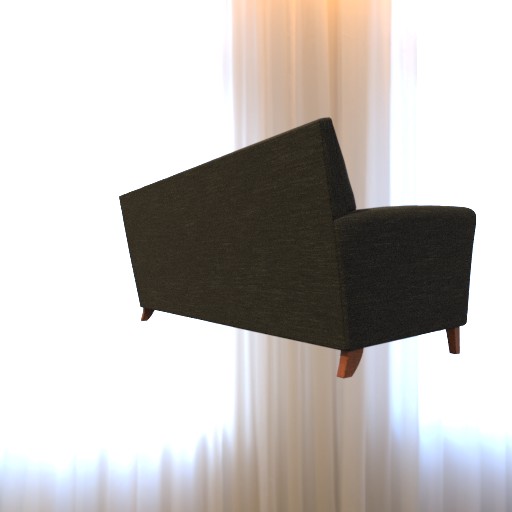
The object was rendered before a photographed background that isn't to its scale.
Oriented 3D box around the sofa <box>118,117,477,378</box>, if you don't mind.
[{"bbox_3d":[0.000,0.000,2.391,0.875,0.846,1.976,1,-1,-36],"label":"sofa"}]
